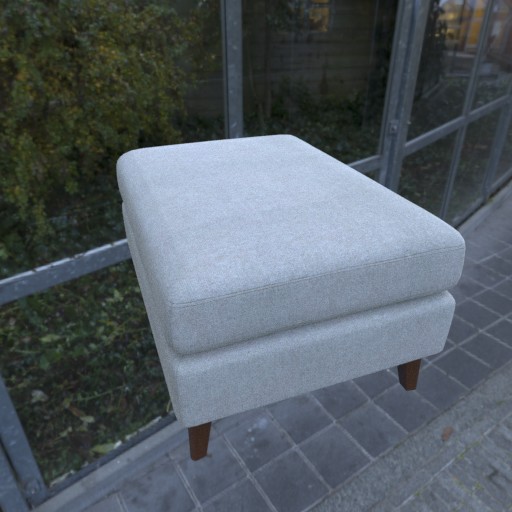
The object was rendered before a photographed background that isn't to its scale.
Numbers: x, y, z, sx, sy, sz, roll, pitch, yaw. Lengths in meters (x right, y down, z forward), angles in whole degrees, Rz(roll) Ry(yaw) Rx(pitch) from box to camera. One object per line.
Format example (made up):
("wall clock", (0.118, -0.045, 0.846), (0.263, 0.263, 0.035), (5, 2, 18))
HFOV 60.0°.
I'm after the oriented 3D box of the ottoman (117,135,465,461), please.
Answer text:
("ottoman", (0.000, 0.000, 1.188), (0.610, 0.478, 0.823), (-11, 31, -18))
